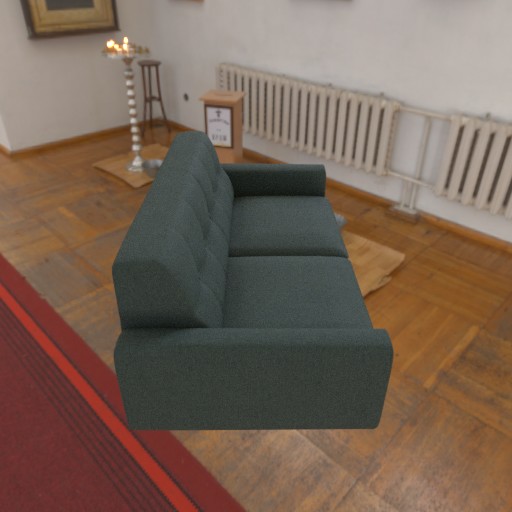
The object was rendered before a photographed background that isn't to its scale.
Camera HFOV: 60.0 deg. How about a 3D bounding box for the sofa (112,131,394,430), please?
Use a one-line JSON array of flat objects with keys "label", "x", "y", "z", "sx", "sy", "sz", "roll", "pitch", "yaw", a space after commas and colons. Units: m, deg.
[{"label": "sofa", "x": 0.000, "y": 0.000, "z": 2.131, "sx": 0.909, "sy": 0.841, "sz": 1.631, "roll": 0, "pitch": 32, "yaw": 0}]
